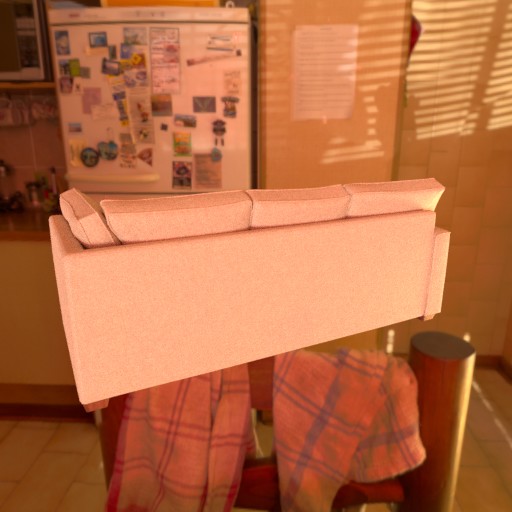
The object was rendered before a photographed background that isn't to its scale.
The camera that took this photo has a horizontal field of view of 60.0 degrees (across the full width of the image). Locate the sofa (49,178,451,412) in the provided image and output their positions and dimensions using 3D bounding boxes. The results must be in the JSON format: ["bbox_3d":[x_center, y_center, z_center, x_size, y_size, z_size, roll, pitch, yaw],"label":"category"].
[{"bbox_3d":[0.000,0.000,2.833,2.317,0.962,1.061,-8,18,-26],"label":"sofa"}]
